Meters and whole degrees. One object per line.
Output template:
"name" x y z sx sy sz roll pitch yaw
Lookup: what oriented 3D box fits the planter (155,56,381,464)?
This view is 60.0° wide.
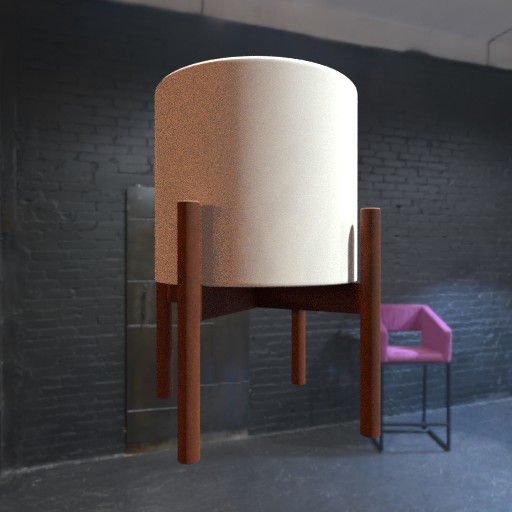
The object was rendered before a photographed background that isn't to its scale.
"planter" 0.000 0.000 0.504 0.224 0.358 0.224 0 0 -18
